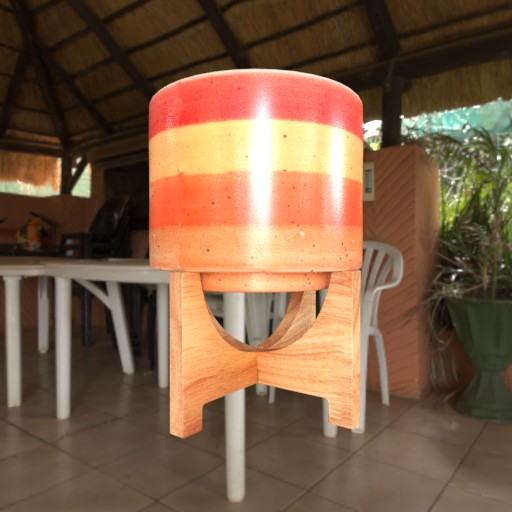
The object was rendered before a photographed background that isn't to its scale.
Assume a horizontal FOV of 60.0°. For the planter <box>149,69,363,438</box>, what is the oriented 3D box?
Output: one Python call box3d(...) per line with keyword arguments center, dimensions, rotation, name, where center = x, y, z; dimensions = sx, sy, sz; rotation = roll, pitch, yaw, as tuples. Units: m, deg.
box3d(center=(0.000, 0.000, 0.408), dimensions=(0.199, 0.268, 0.199), rotation=(0, 1, 0), name="planter")
